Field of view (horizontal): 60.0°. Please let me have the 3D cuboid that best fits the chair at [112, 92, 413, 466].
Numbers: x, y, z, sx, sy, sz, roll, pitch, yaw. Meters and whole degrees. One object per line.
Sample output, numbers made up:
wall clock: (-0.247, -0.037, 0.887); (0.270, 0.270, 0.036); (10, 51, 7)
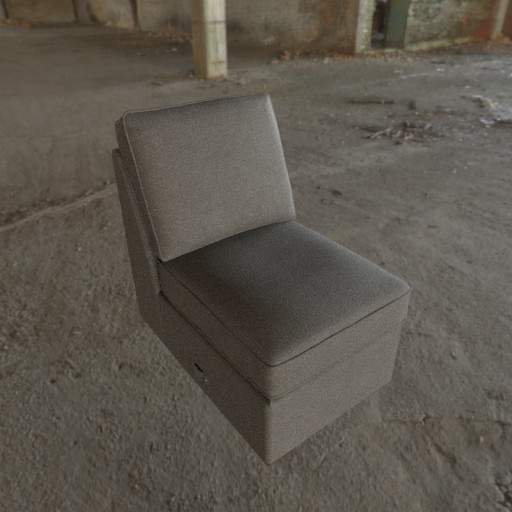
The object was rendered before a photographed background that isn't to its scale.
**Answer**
chair: (0.000, 0.000, 1.584); (0.621, 0.970, 0.938); (-21, 36, -31)
